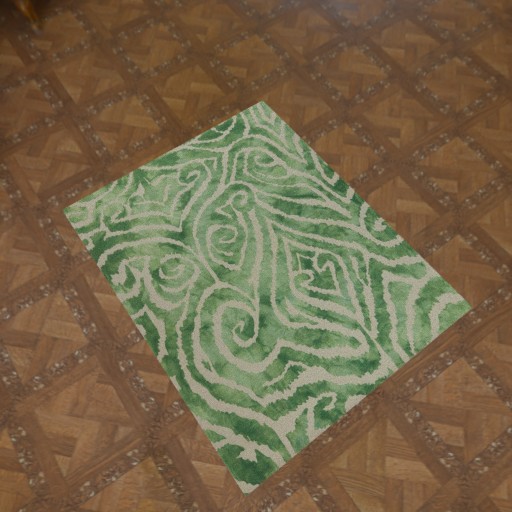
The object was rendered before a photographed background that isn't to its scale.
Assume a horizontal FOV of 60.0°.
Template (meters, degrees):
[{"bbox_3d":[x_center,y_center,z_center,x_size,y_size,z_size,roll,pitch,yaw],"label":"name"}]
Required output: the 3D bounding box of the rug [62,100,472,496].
[{"bbox_3d":[0.000,0.000,4.084,2.436,0.007,3.045,-33,68,-16],"label":"rug"}]
